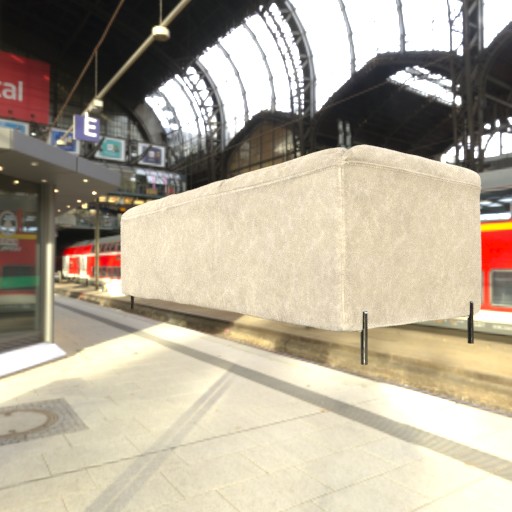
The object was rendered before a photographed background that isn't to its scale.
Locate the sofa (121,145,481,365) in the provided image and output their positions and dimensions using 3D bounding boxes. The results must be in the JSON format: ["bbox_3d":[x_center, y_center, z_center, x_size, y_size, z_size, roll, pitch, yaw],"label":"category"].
[{"bbox_3d":[0.000,0.000,2.572,0.899,0.758,2.238,1,-1,-35],"label":"sofa"}]
